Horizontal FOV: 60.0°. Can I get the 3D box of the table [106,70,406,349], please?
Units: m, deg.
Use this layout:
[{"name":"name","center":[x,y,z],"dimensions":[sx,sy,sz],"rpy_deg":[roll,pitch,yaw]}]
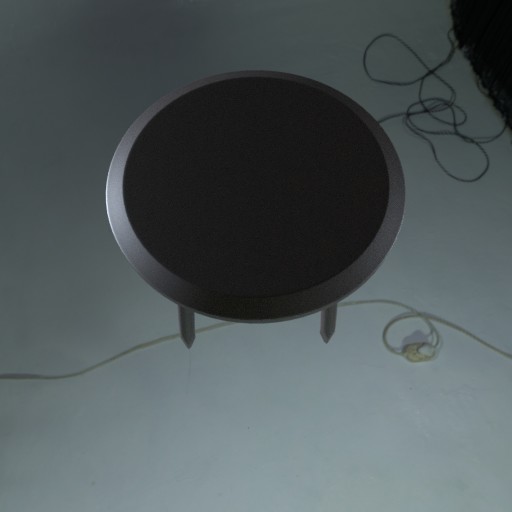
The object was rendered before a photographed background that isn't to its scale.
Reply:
[{"name":"table","center":[0.000,0.000,0.937],"dimensions":[0.457,0.585,0.457],"rpy_deg":[0,64,0]}]
